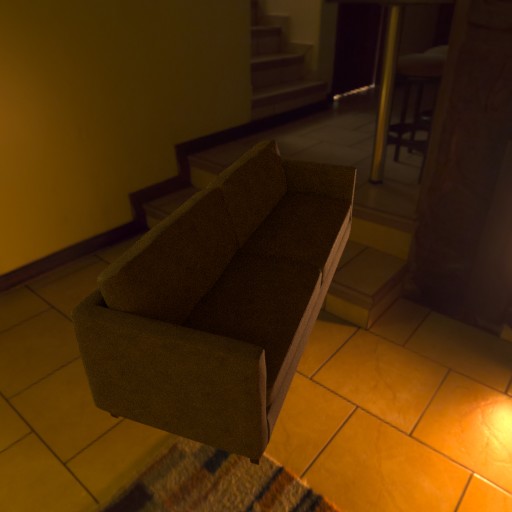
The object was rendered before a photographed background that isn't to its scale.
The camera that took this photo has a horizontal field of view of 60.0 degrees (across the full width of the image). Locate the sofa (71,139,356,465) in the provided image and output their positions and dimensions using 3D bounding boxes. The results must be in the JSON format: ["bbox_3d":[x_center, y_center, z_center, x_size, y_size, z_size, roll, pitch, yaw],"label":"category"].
[{"bbox_3d":[0.000,0.000,2.969,0.951,0.965,2.434,10,32,17],"label":"sofa"}]
